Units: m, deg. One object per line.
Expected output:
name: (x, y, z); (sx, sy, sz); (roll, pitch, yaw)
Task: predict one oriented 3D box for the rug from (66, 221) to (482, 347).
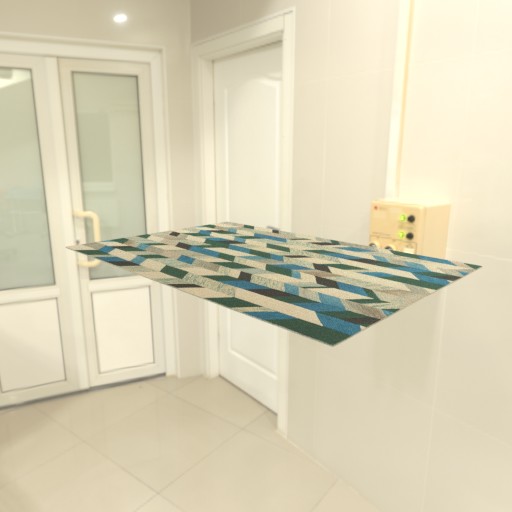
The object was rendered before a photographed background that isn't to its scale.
rug: (0.000, 0.000, 2.299); (1.827, 0.005, 1.229); (13, 19, 43)
